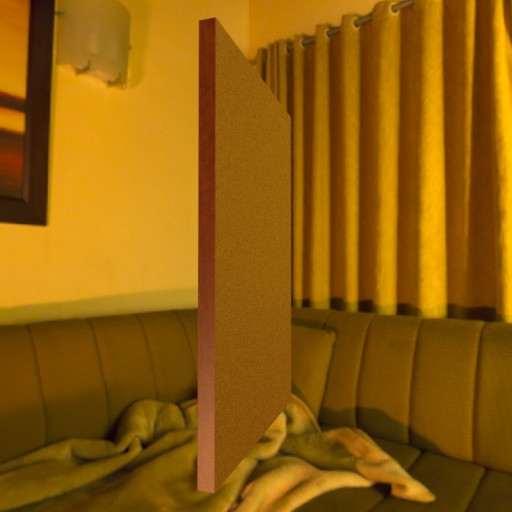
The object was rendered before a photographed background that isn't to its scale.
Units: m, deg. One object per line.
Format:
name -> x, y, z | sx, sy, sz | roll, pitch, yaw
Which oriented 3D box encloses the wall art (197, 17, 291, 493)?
wall art -> 0.000, 0.000, 1.145 | 0.037, 0.914, 0.610 | 0, -1, 18
